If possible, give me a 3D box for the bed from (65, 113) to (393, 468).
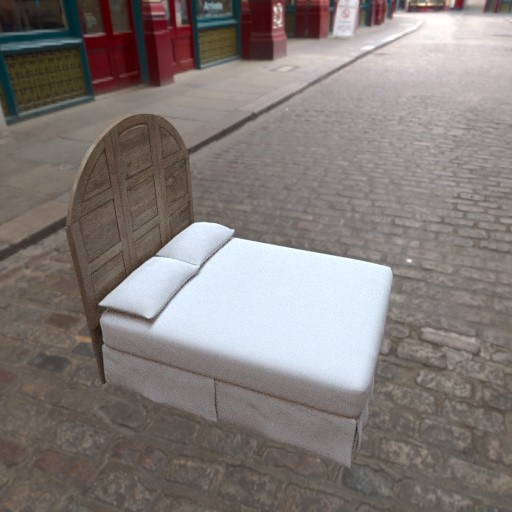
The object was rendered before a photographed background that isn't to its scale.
[{"bbox_3d":[0.000,0.000,3.489,2.112,2.002,1.713,11,31,18],"label":"bed"}]
